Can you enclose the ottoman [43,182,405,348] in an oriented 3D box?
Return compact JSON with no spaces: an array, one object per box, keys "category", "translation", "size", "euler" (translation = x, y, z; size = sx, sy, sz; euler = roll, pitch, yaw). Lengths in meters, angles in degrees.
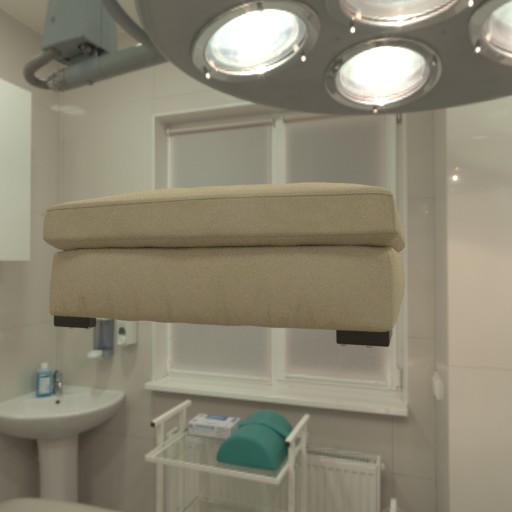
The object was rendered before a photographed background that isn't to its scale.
[{"category":"ottoman","translation":[0.000,0.000,1.907],"size":[1.205,0.522,1.190],"euler":[0,-1,19]}]
